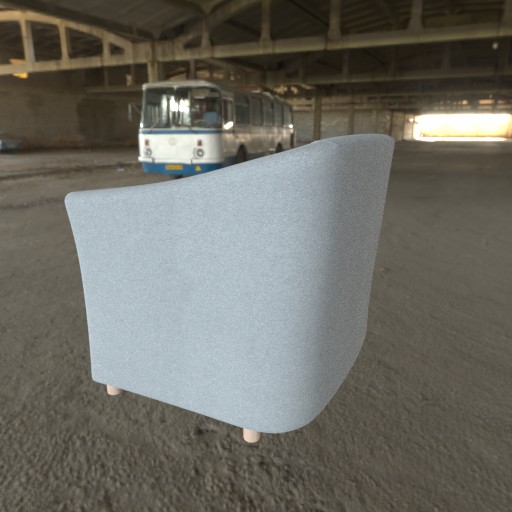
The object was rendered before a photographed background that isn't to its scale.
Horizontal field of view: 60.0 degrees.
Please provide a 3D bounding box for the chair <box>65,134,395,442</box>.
[{"bbox_3d":[0.000,0.000,1.351,0.700,0.720,0.790,8,18,25],"label":"chair"}]
